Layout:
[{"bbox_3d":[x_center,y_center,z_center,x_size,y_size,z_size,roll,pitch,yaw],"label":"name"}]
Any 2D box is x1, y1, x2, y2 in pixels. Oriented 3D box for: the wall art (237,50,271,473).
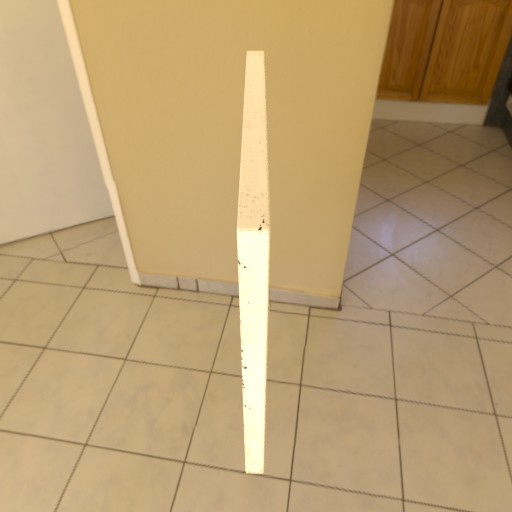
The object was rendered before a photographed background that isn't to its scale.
[{"bbox_3d":[0.000,0.000,0.900,0.040,0.611,0.610,0,41,0],"label":"wall art"}]
